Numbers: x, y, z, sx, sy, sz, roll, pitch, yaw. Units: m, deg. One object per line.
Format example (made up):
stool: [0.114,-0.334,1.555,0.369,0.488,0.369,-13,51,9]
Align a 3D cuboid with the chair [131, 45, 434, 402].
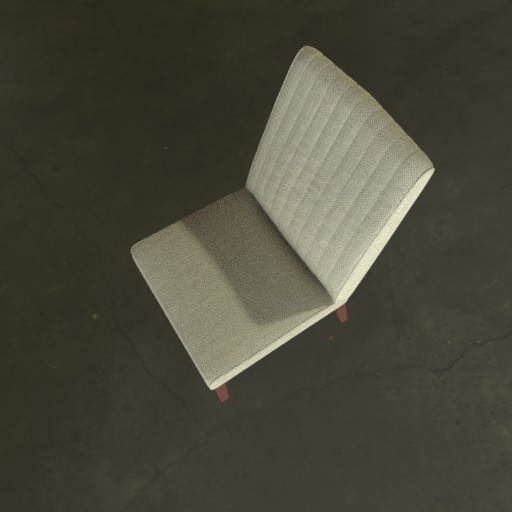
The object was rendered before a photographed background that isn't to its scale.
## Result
chair: [0.000,0.000,1.262,0.594,0.900,0.480,-30,67,-14]
